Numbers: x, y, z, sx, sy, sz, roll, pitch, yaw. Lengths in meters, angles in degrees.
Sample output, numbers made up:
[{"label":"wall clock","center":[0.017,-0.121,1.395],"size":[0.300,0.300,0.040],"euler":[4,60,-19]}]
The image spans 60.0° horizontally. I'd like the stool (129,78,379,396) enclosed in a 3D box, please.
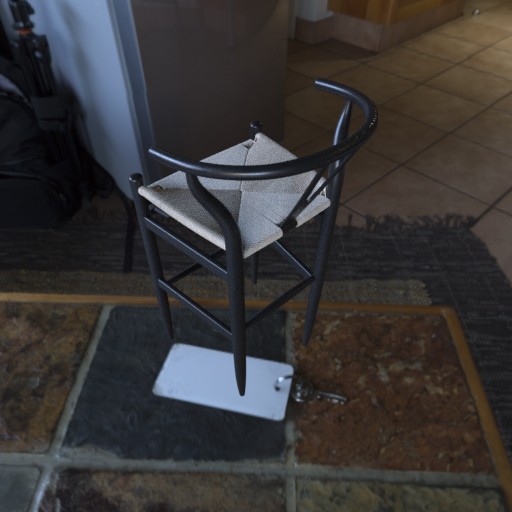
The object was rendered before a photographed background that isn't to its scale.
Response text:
[{"label":"stool","center":[0.000,0.000,1.436],"size":[0.569,1.072,0.579],"euler":[-32,53,-28]}]
